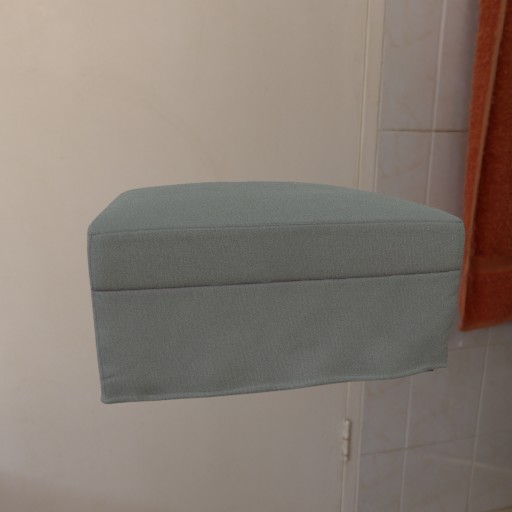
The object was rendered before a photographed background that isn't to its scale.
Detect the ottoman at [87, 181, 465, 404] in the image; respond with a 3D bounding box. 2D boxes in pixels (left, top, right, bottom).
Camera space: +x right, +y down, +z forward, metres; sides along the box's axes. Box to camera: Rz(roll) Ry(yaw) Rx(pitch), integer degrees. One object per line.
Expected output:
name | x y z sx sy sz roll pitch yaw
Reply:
ottoman | 0.000 0.000 1.342 0.842 0.441 0.843 -3 14 -11
